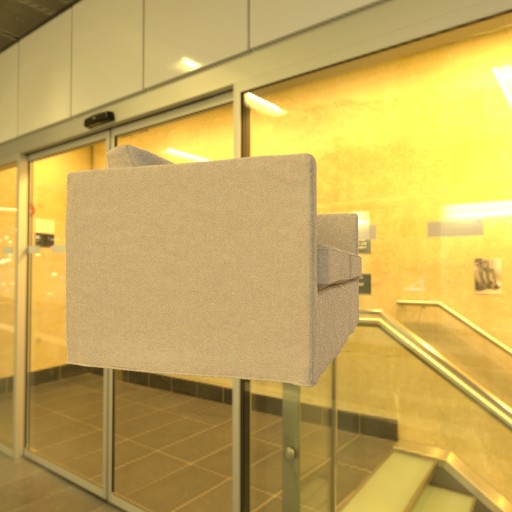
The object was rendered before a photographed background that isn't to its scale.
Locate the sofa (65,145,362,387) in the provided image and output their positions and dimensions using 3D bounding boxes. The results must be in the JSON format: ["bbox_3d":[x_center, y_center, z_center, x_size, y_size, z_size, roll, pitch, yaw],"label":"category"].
[{"bbox_3d":[0.000,0.000,2.284,0.962,0.835,1.719,0,-2,18],"label":"sofa"}]
